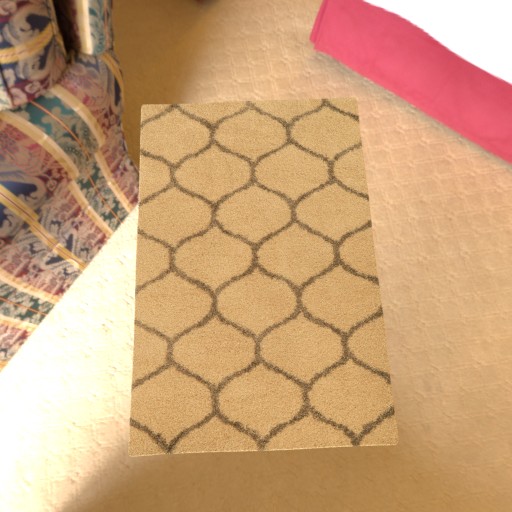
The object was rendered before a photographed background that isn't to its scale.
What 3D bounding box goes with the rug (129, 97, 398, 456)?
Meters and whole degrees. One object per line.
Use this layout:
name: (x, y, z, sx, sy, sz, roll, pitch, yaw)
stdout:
rug: (0.000, 0.000, 3.329, 1.801, 0.026, 2.701, -2, 74, -1)
